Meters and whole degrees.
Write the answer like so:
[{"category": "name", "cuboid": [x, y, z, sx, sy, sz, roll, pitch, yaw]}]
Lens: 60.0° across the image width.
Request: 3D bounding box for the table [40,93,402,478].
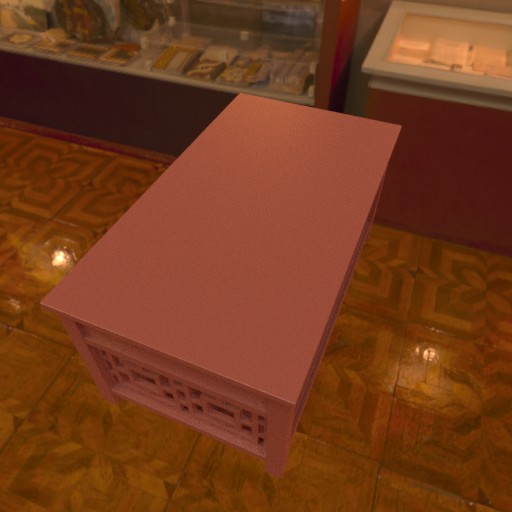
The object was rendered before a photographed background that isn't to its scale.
[{"category": "table", "cuboid": [0.000, 0.000, 1.416, 0.612, 0.493, 1.068, 17, 49, 16]}]
